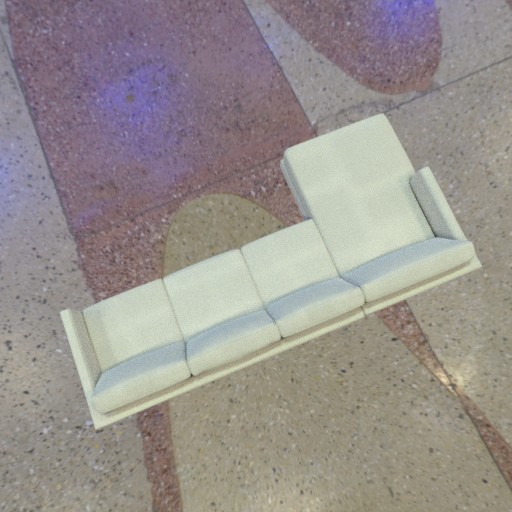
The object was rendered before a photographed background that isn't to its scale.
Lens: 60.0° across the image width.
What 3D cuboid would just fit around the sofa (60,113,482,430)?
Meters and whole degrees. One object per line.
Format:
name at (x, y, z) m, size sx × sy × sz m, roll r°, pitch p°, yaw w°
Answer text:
sofa at (0.000, 0.000, 3.728) m, size 3.186 × 0.861 × 1.625 m, roll -22°, pitch 78°, yaw -5°
